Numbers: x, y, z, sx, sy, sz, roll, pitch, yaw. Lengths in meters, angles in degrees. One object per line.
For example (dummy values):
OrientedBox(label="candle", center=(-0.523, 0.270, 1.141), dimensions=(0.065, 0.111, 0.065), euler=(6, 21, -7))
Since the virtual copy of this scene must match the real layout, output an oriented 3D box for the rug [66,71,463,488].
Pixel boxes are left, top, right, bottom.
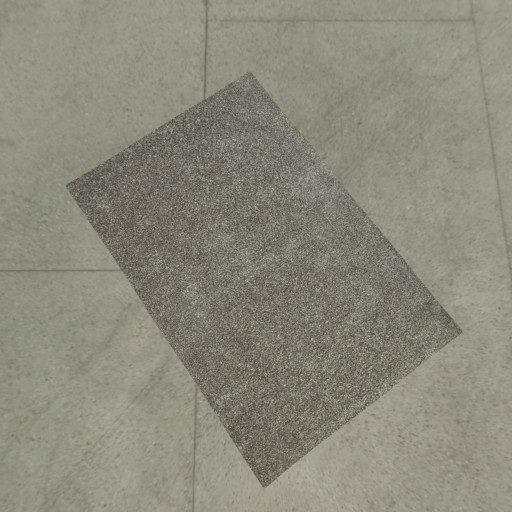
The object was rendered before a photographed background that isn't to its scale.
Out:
OrientedBox(label="rug", center=(0.000, 0.000, 3.390), dimensions=(1.802, 0.026, 2.699), euler=(-35, 79, -8))
